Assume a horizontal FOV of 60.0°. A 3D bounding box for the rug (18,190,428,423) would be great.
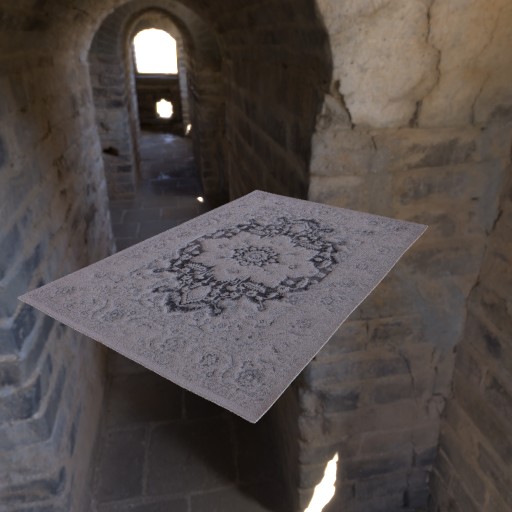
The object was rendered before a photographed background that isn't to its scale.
[{"bbox_3d":[0.000,0.000,2.238,1.223,0.008,1.813,17,30,30],"label":"rug"}]
